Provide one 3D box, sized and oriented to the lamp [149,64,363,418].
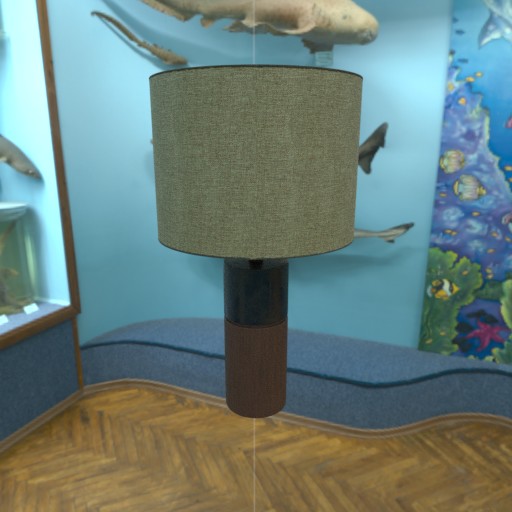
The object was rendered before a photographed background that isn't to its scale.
[{"bbox_3d":[0.000,0.000,0.473,0.202,0.350,0.202,0,15,0],"label":"lamp"}]
